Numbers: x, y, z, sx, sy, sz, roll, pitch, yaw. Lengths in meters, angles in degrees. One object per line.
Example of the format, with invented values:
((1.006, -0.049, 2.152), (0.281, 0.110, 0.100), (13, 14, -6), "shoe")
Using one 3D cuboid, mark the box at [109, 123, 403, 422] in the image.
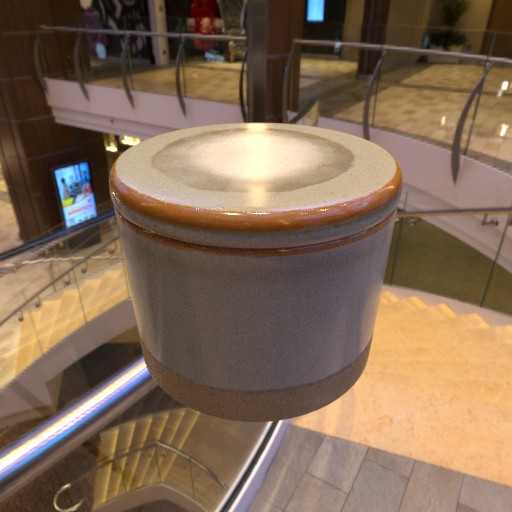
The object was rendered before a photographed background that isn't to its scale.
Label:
((0.000, 0.000, 0.214), (0.123, 0.100, 0.123), (0, 30, 0), "box")
